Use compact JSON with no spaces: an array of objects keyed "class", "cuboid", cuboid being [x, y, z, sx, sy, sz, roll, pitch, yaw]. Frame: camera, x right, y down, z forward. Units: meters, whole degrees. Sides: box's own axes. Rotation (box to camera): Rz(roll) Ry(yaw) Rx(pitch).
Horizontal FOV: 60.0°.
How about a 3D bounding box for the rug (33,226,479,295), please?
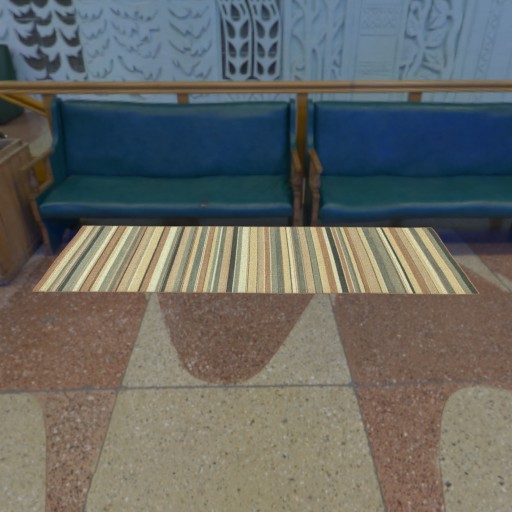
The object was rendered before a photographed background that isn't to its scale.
[{"class":"rug","cuboid":[0.000,0.000,2.753,2.444,0.010,0.799,0,31,1]}]
